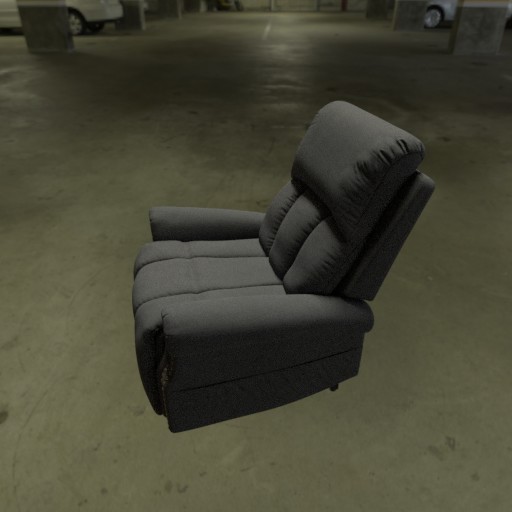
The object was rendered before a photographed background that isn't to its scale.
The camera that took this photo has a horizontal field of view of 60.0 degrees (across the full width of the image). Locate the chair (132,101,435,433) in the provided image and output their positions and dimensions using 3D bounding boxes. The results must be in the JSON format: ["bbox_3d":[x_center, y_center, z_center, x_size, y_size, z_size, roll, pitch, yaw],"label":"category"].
[{"bbox_3d":[0.000,0.000,1.728,0.979,1.031,0.871,-8,32,-12],"label":"chair"}]
